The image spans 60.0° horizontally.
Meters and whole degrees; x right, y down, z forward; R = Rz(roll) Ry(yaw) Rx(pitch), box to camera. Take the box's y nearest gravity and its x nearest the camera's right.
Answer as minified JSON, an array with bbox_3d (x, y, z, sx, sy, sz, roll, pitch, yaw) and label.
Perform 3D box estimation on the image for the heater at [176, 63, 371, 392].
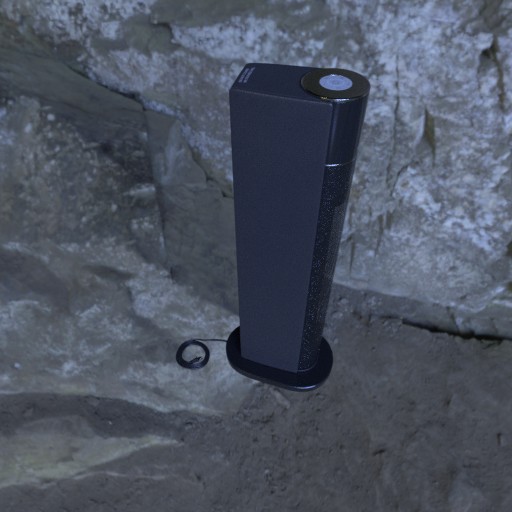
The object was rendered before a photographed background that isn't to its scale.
[{"bbox_3d":[0.000,0.000,1.031,0.458,0.856,0.214,11,47,10],"label":"heater"}]
